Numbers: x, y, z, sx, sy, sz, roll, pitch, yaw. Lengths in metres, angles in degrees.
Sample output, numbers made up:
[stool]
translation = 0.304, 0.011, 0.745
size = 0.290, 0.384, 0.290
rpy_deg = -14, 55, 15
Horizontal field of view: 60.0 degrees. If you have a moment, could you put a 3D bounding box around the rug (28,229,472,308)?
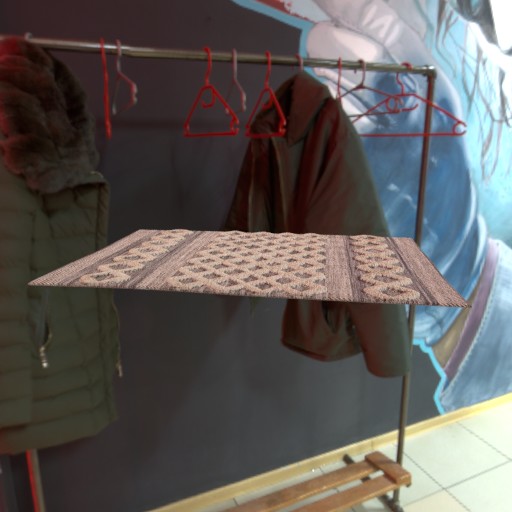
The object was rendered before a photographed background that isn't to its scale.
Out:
[rug]
translation = 0.000, 0.000, 2.366
size = 1.823, 0.030, 1.222
rpy_deg = 2, 15, 8
